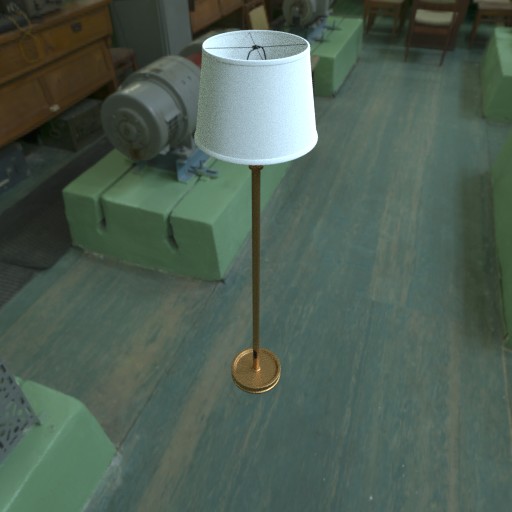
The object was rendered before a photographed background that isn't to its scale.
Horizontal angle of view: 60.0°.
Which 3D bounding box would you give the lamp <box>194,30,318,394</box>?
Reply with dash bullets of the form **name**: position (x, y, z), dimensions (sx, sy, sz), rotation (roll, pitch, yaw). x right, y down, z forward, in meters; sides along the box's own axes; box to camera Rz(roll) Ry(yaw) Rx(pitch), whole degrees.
- **lamp**: position (0.000, 0.000, 0.796), dimensions (0.178, 0.710, 0.178), rotation (0, 41, 0)
